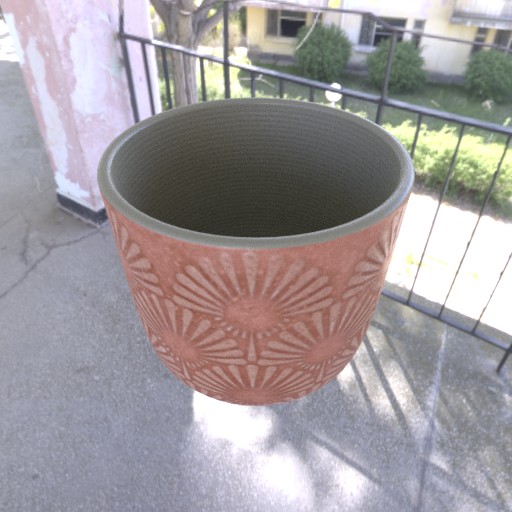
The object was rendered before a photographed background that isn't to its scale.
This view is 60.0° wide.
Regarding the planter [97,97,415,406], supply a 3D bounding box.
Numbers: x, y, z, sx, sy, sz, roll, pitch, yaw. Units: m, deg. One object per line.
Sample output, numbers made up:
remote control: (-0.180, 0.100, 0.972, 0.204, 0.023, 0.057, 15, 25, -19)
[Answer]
planter: (0.000, 0.000, 0.212, 0.124, 0.109, 0.124, 0, 39, 0)
